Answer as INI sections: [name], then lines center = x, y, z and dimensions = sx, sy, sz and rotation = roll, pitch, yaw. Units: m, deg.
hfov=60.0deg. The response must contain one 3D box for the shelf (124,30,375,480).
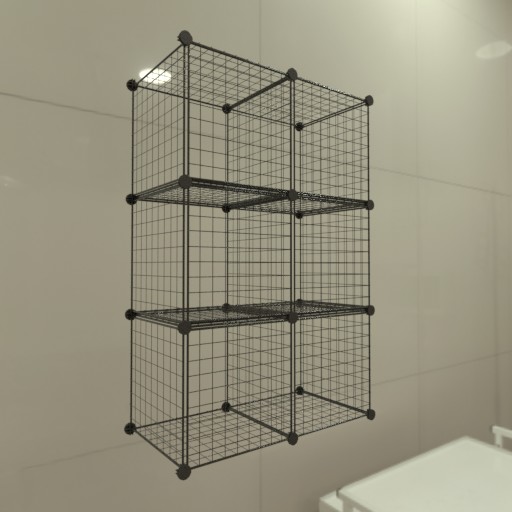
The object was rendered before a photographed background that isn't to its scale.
[shelf]
center = 0.000, 0.000, 1.396
dimensions = 0.711, 1.067, 0.356
rotation = 1, -2, -36
